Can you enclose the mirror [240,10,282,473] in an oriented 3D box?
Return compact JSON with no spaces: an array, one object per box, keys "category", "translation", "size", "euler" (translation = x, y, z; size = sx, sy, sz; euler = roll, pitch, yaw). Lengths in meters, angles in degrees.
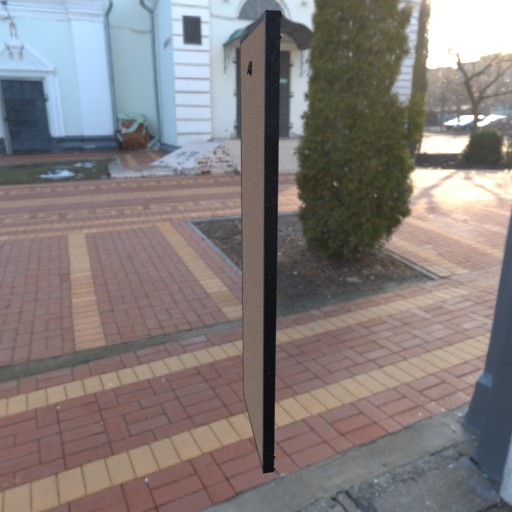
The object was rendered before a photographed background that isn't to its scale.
[{"category":"mirror","translation":[0.000,0.000,1.156],"size":[0.042,1.080,0.354],"euler":[-3,17,-10]}]
